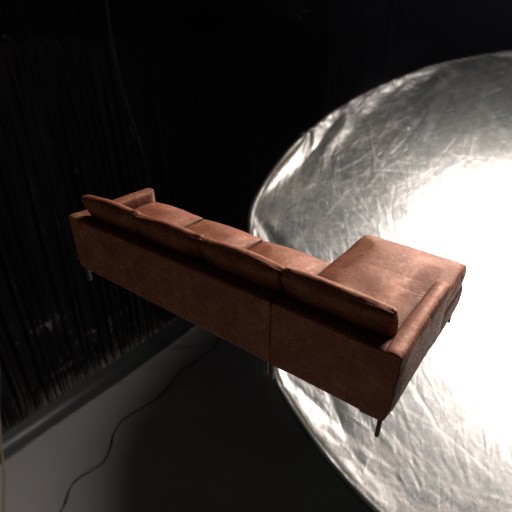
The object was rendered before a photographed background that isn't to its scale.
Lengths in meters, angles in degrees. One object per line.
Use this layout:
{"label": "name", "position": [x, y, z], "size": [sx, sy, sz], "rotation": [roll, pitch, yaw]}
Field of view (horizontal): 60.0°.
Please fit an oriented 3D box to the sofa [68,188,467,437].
{"label": "sofa", "position": [0.000, 0.000, 3.671], "size": [2.993, 0.859, 1.471], "rotation": [20, 35, 32]}
